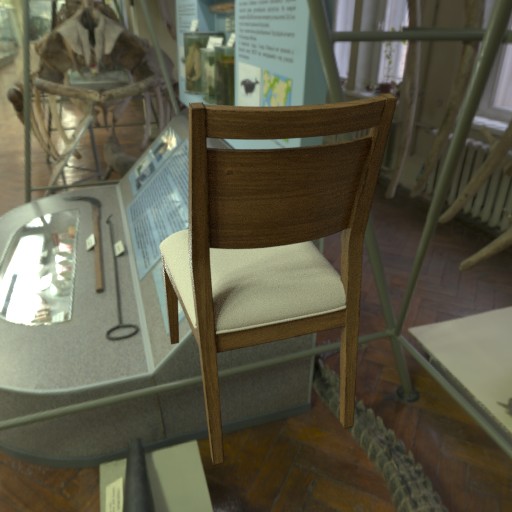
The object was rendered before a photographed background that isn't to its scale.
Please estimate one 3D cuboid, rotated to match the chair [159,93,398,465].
[{"bbox_3d":[0.000,0.000,1.289,0.497,0.939,0.610,-9,28,-16],"label":"chair"}]
